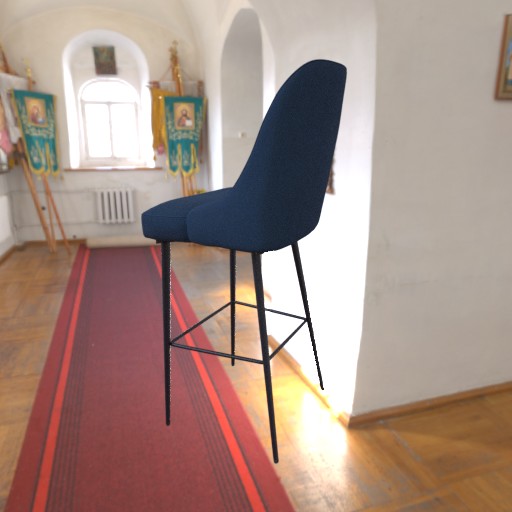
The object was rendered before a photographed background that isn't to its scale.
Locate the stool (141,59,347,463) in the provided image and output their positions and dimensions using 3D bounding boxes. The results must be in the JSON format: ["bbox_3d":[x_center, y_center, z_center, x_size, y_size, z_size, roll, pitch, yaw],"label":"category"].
[{"bbox_3d":[0.000,0.000,1.381,0.489,1.079,0.527,8,18,26],"label":"stool"}]
